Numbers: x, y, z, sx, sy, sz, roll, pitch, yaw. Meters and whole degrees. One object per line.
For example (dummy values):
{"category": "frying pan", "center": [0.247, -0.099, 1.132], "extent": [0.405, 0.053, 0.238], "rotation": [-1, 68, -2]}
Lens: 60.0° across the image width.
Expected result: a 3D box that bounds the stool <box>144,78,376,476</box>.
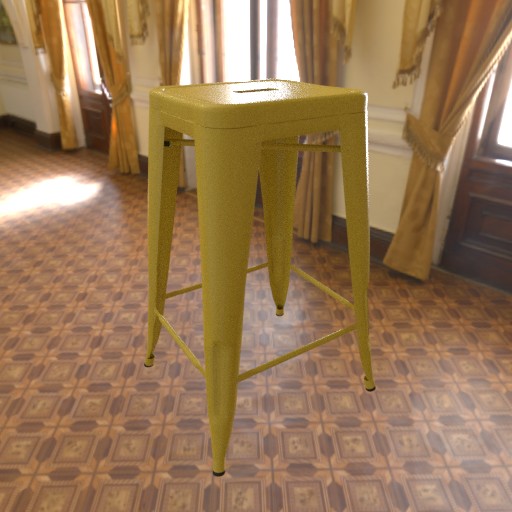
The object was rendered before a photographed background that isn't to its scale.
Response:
{"category": "stool", "center": [0.000, 0.000, 0.858], "extent": [0.399, 0.609, 0.359], "rotation": [-17, 32, -29]}
